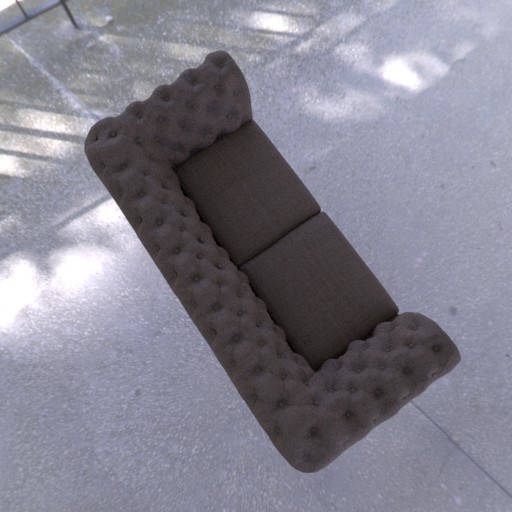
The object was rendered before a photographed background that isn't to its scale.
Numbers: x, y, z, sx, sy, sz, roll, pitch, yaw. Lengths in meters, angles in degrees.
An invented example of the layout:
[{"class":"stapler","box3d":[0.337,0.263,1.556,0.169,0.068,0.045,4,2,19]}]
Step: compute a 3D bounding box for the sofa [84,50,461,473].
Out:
[{"class":"sofa","box3d":[0.000,0.000,2.462,0.944,0.780,2.048,-34,79,-8]}]
